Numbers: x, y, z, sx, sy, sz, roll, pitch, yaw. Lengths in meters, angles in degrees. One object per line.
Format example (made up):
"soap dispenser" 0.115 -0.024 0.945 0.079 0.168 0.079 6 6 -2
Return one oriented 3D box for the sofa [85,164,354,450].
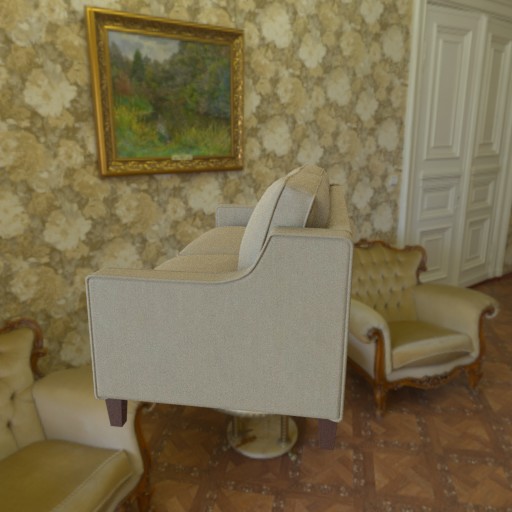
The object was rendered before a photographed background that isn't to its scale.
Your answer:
"sofa" 0.000 0.000 2.750 1.066 1.071 2.178 2 14 9
